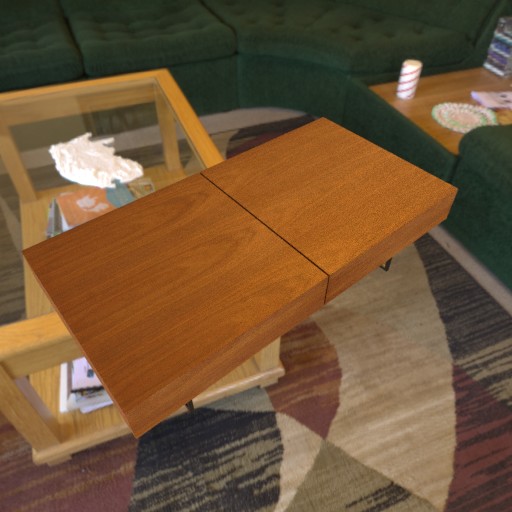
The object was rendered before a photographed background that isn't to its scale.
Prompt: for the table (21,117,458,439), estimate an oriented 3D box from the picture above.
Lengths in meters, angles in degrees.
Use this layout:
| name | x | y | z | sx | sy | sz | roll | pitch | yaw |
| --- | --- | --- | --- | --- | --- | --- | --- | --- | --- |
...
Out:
| name | x | y | z | sx | sy | sz | roll | pitch | yaw |
| --- | --- | --- | --- | --- | --- | --- | --- | --- | --- |
| table | 0.000 | 0.000 | 1.452 | 1.194 | 0.330 | 0.610 | -30 | 53 | -26 |
